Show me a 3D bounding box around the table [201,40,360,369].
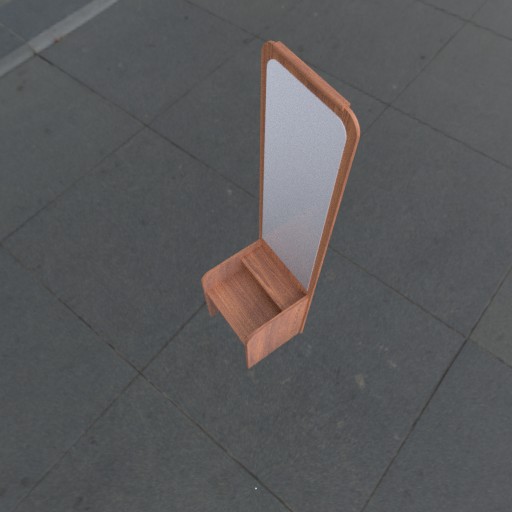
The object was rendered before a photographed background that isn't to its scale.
[{"bbox_3d":[0.000,0.000,2.018,0.420,1.830,0.450,-33,67,-16],"label":"table"}]
